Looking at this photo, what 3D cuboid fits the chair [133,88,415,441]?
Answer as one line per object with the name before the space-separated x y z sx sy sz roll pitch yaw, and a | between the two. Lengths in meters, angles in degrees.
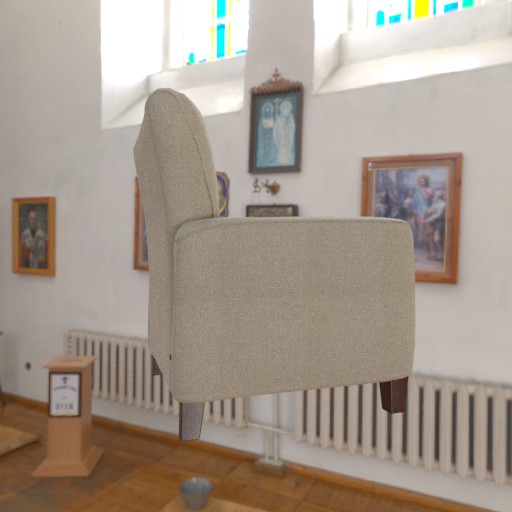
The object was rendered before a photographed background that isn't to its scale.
chair | 0.000 0.000 1.655 0.853 1.006 0.850 0 0 -19
